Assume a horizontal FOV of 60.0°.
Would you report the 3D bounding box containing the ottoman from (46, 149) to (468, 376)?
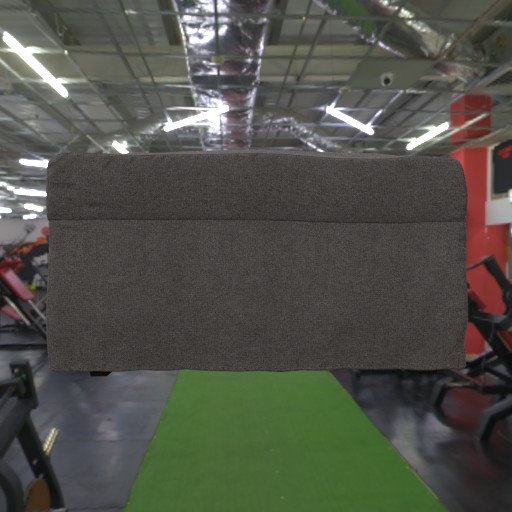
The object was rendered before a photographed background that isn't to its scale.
[{"bbox_3d":[0.000,0.000,1.171,0.833,0.492,0.652,0,0,-1],"label":"ottoman"}]
